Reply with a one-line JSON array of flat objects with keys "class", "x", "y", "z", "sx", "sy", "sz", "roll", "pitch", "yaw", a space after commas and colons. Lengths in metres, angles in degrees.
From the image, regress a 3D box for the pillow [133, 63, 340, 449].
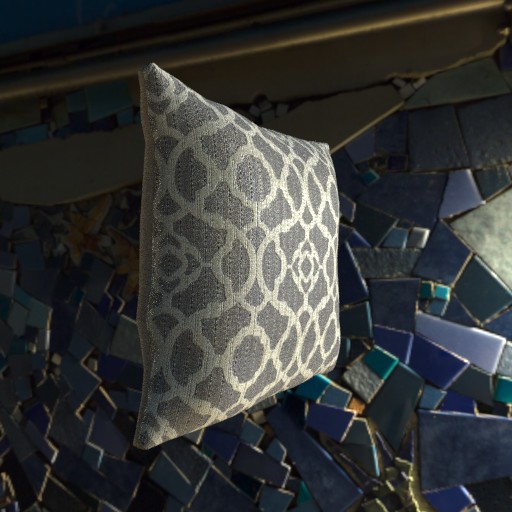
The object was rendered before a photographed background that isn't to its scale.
[{"class": "pillow", "x": 0.000, "y": 0.000, "z": 0.769, "sx": 0.215, "sy": 0.498, "sz": 0.508, "roll": 0, "pitch": -1, "yaw": 36}]
